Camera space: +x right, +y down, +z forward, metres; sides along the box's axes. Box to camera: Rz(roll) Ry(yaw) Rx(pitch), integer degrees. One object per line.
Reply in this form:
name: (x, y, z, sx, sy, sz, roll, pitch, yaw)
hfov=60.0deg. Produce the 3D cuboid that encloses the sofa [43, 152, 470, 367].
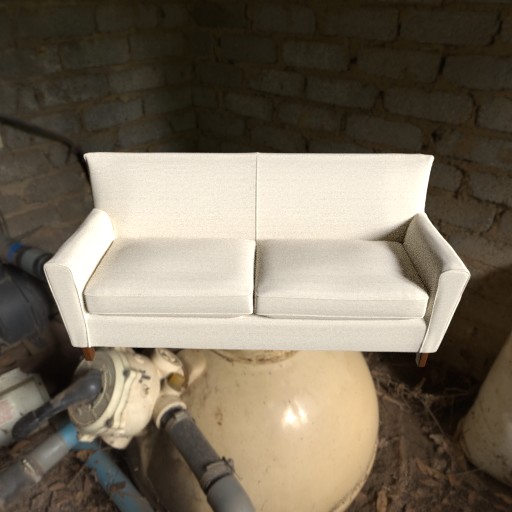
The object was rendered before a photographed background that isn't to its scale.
sofa: (0.000, 0.000, 2.440, 2.001, 0.907, 0.841, 1, 31, 1)
